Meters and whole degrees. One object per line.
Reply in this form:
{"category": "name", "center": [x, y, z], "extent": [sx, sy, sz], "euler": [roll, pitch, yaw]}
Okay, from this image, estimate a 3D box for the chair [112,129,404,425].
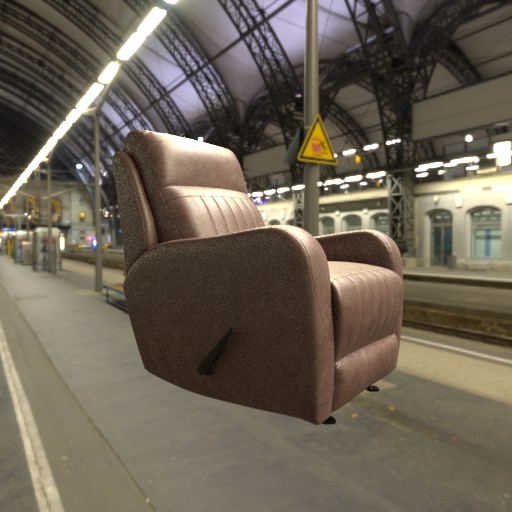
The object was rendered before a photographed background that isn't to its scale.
{"category": "chair", "center": [0.000, 0.000, 1.843], "extent": [1.067, 1.067, 0.865], "euler": [1, 2, 36]}
